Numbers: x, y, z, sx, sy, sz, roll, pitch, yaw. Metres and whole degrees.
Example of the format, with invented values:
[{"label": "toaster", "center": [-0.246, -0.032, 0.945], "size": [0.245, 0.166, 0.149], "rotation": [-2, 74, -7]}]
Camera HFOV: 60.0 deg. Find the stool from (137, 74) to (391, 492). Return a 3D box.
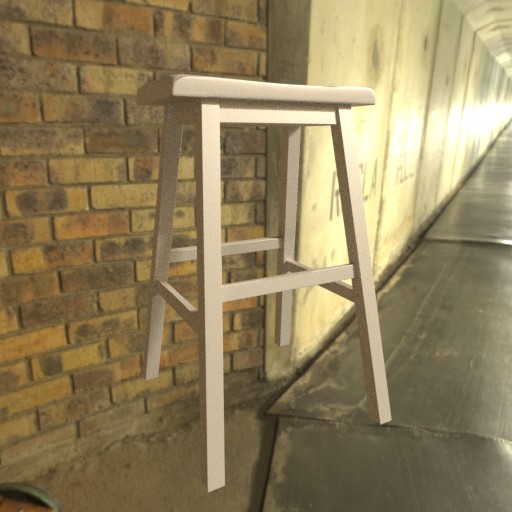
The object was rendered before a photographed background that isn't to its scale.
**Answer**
[{"label": "stool", "center": [0.000, 0.000, 1.029], "size": [0.457, 0.737, 0.476], "rotation": [-8, 17, -27]}]
